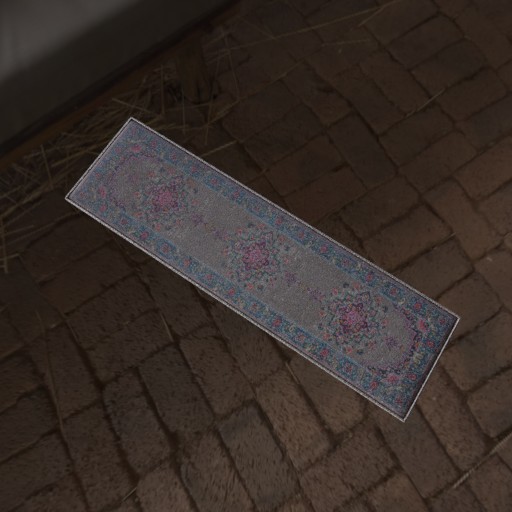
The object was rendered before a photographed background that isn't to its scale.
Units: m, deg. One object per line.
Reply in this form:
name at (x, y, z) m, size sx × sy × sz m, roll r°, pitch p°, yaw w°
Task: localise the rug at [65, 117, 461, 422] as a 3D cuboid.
rug at (0.000, 0.000, 2.546) m, size 2.297 × 0.019 × 0.659 m, roll 32°, pitch 78°, yaw 8°
